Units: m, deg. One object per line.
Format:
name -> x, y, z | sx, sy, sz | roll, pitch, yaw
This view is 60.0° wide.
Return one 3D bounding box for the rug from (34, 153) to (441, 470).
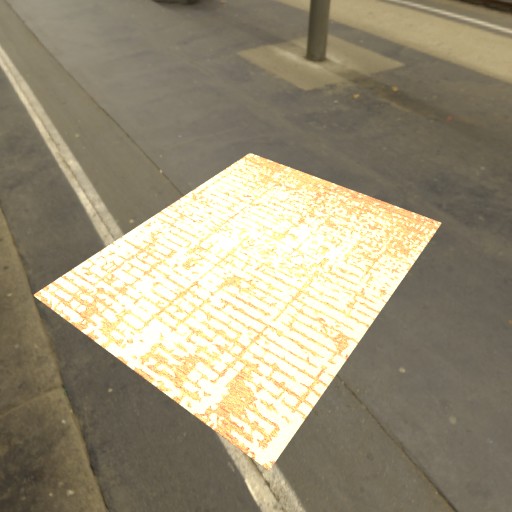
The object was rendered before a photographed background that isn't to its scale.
rug -> 0.000, 0.000, 4.129 | 2.441, 0.011, 3.050 | 26, 48, 26
